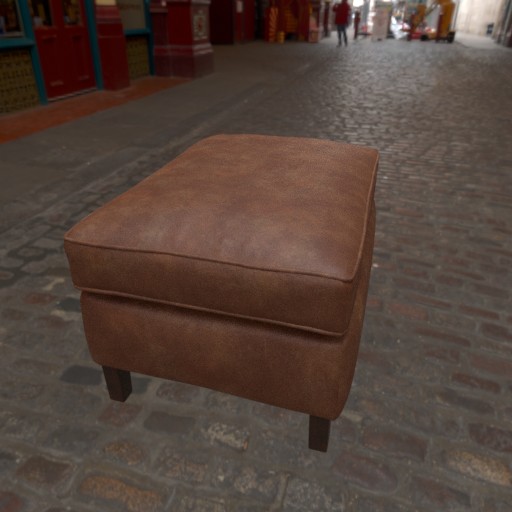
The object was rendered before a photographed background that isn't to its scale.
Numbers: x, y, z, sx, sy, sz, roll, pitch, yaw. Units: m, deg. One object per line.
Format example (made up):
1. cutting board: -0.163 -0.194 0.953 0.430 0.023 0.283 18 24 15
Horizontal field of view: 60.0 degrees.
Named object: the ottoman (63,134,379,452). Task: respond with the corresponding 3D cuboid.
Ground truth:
1. ottoman: 0.000 0.000 0.990 0.501 0.418 0.665 8 31 14
